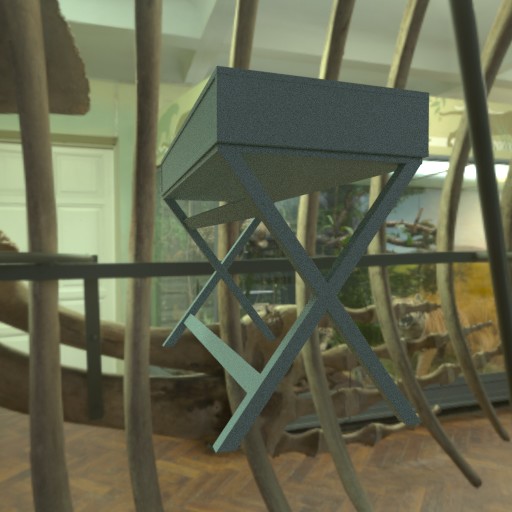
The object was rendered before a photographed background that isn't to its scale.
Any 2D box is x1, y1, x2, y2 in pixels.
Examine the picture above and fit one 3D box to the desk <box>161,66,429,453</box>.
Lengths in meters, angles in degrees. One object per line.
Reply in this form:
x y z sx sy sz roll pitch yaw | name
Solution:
0.000 0.000 1.463 0.509 0.780 1.059 0 2 -18 | desk
